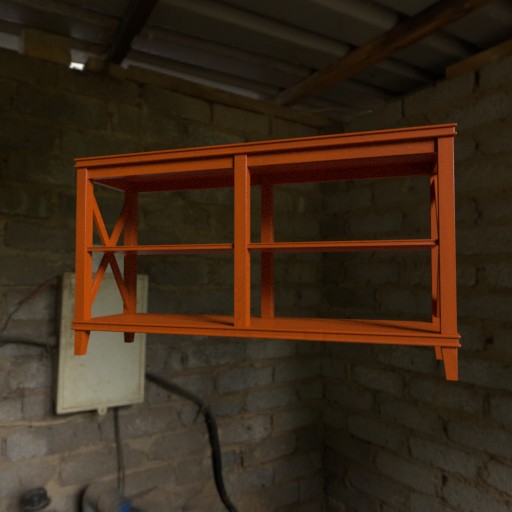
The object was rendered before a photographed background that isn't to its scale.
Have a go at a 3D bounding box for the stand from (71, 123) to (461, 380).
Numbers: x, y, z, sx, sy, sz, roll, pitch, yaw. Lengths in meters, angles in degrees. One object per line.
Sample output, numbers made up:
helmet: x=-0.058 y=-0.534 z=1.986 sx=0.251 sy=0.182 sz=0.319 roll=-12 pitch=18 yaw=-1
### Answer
stand: x=0.000 y=0.000 z=1.690 sx=1.372 sy=0.762 sz=0.381 roll=-1 pitch=-2 yaw=17
